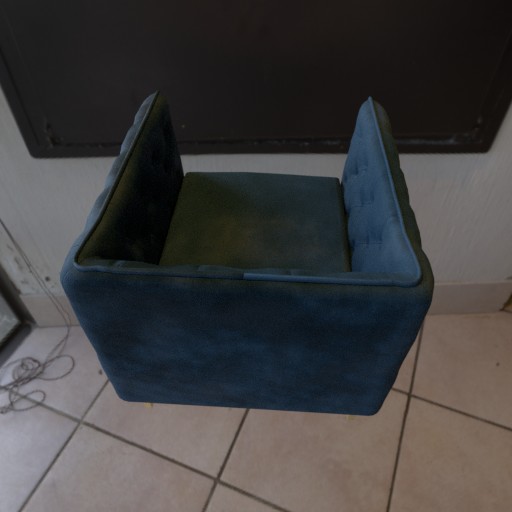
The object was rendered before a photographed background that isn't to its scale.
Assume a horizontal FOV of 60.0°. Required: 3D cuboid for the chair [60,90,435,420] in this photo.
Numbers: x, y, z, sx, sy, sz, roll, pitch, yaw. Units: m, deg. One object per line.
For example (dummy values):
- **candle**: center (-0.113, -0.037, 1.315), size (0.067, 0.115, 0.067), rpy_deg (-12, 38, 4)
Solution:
- **chair**: center (0.000, 0.000, 1.508), size (0.868, 0.771, 0.877), rpy_deg (3, 47, 2)
